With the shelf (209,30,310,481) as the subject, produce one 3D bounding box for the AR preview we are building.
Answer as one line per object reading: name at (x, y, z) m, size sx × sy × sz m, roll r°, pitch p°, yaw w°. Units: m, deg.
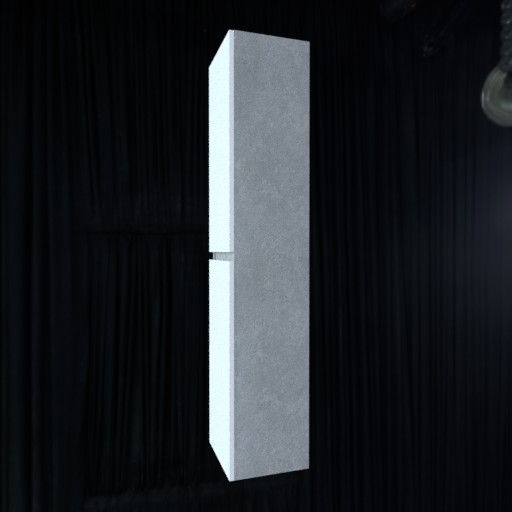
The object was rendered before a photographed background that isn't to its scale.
shelf at (0.000, 0.000, 1.557) m, size 0.270 × 1.400 × 0.300 m, roll 0°, pitch 1°, yaw -18°
